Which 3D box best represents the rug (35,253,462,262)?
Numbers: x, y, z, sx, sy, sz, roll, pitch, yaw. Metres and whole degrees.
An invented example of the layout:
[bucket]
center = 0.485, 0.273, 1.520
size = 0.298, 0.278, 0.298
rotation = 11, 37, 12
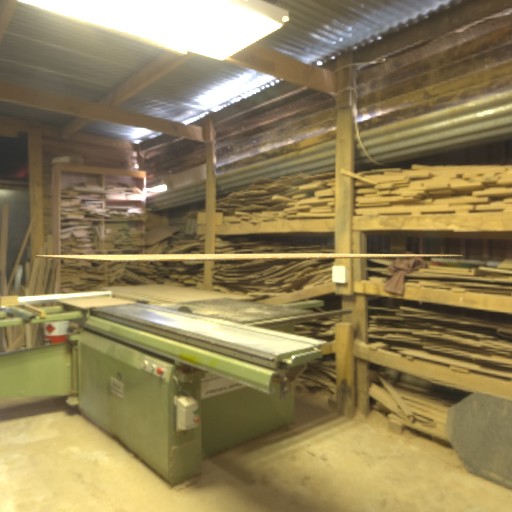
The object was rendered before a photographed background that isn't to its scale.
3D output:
[rug]
center = 0.000, 0.000, 2.943
size = 2.424, 0.010, 1.511
rotation = -1, 1, -36
